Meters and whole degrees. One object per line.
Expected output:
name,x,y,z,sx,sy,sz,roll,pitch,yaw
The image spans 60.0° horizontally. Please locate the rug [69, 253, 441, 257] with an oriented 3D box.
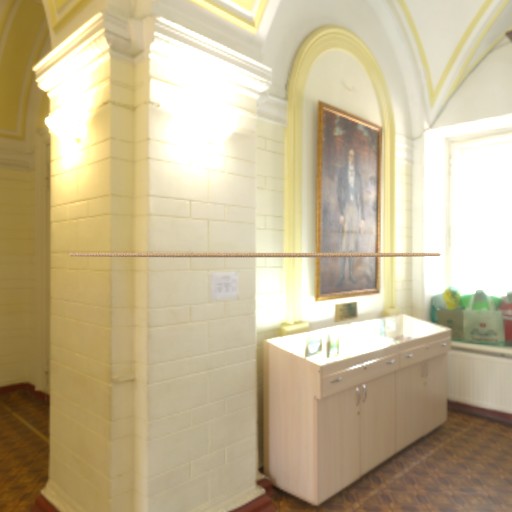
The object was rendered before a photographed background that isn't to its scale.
rug,0.000,0.000,2.942,1.528,0.014,2.294,0,0,0
